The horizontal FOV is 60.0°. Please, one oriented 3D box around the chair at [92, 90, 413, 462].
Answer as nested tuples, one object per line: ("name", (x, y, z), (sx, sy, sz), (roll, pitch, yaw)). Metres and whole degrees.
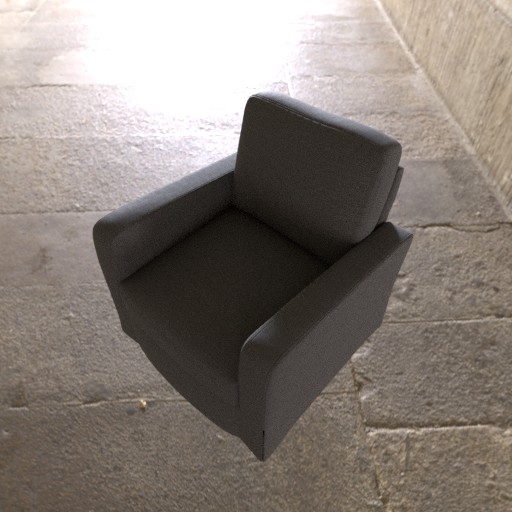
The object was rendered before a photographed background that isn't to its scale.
("chair", (0.000, 0.000, 1.560), (0.798, 0.855, 0.863), (34, 56, 27))
